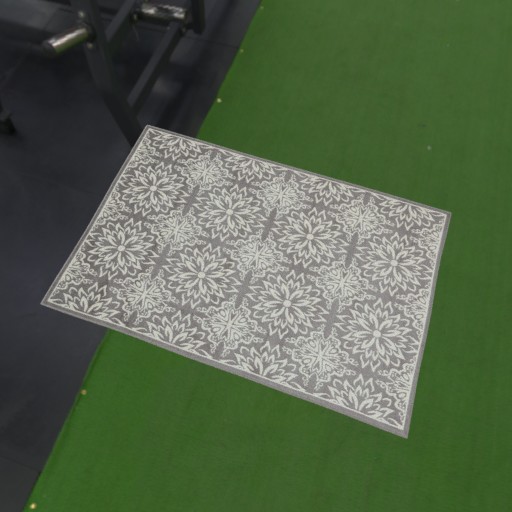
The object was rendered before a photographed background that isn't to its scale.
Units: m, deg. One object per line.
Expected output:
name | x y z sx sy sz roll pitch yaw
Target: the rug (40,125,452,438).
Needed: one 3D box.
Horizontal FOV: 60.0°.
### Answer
rug | 0.000 0.000 2.322 1.847 0.012 1.224 18 66 8
